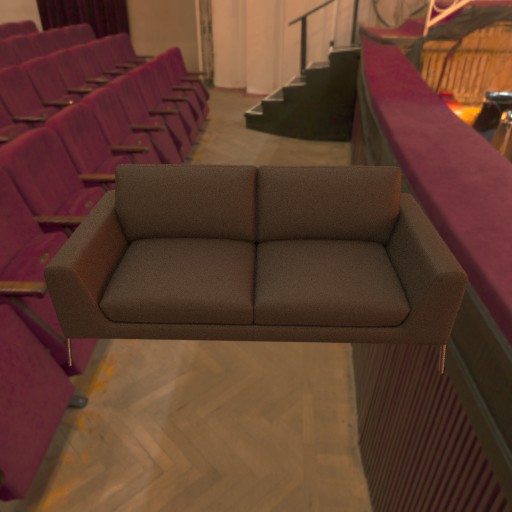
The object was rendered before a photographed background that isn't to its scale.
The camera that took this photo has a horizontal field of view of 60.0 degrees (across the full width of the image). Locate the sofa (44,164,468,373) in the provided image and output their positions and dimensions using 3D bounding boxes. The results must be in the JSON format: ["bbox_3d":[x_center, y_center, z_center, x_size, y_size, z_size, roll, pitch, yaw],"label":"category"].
[{"bbox_3d":[0.000,0.000,2.550,2.017,0.875,0.953,1,31,1],"label":"sofa"}]
